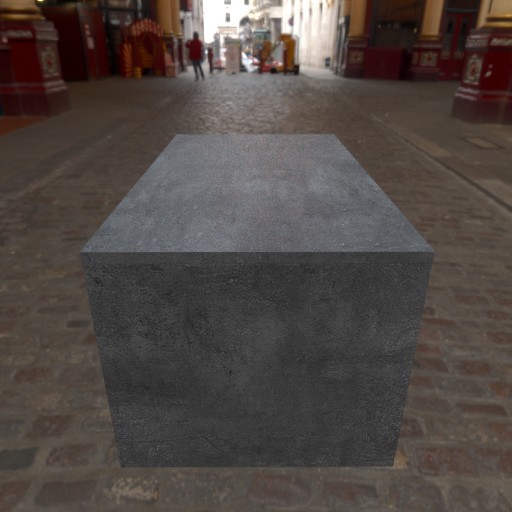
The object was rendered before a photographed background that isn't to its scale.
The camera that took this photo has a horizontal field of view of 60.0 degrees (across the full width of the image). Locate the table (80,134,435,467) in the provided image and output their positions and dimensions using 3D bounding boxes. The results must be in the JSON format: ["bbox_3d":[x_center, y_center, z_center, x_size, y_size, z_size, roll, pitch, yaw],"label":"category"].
[{"bbox_3d":[0.000,0.000,0.889,0.400,0.350,0.700,0,26,0],"label":"table"}]
